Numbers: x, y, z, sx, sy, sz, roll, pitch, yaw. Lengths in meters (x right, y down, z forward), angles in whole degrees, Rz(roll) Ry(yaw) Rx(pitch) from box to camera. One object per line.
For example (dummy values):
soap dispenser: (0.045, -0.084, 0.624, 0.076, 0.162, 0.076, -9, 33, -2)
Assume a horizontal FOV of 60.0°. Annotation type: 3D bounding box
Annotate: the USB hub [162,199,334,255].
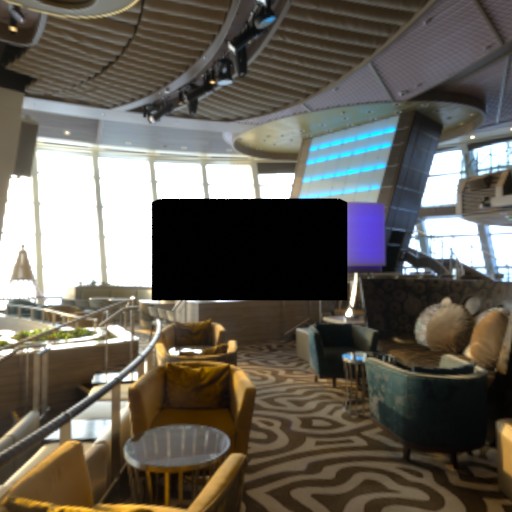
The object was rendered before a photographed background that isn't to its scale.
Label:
USB hub: (0.000, 0.000, 0.158, 0.044, 0.023, 0.145, 0, -1, 1)
